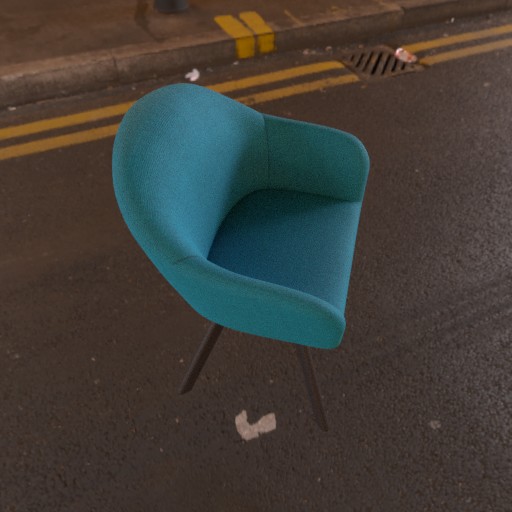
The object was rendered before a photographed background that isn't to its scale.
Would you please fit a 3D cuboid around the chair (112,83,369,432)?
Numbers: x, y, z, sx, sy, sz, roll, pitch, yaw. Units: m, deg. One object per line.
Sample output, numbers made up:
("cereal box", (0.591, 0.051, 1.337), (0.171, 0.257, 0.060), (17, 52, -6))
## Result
("chair", (0.000, 0.000, 1.158), (0.550, 0.795, 0.590), (11, 48, 10))
